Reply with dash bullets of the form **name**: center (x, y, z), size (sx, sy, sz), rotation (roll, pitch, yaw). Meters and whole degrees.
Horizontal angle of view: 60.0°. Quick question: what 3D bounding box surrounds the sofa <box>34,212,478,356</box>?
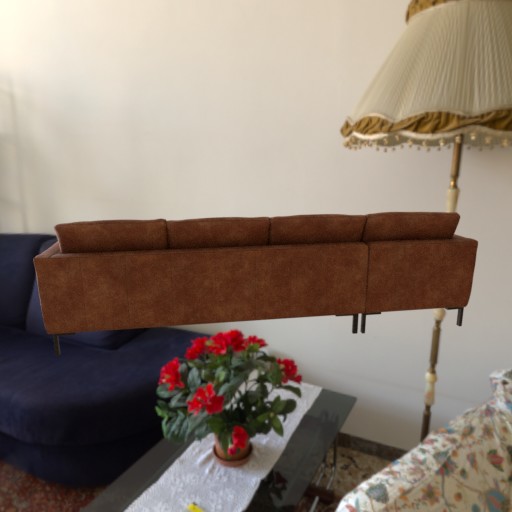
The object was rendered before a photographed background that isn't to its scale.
- **sofa**: center (0.000, 0.000, 3.661), size (2.993, 0.859, 1.471), rotation (-2, 14, -10)
